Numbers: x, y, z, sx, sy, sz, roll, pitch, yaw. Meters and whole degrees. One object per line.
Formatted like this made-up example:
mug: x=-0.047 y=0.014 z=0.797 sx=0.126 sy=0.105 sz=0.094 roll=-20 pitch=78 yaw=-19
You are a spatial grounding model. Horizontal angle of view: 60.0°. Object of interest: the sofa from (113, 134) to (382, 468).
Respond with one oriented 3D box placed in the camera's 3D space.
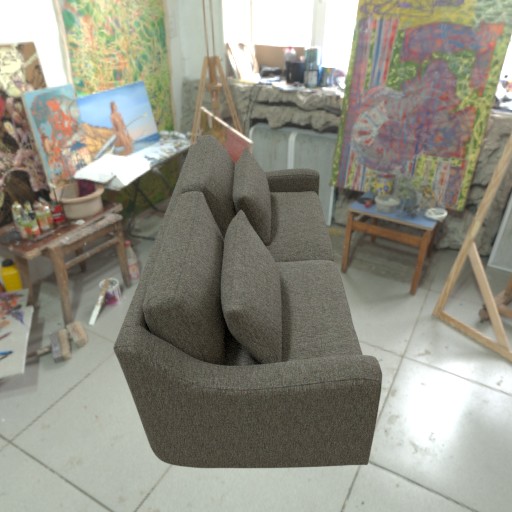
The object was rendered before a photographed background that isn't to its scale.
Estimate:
sofa: x=0.000 y=0.000 z=2.877 sx=1.103 sy=0.998 sz=2.418 roll=0 pitch=32 yaw=0
